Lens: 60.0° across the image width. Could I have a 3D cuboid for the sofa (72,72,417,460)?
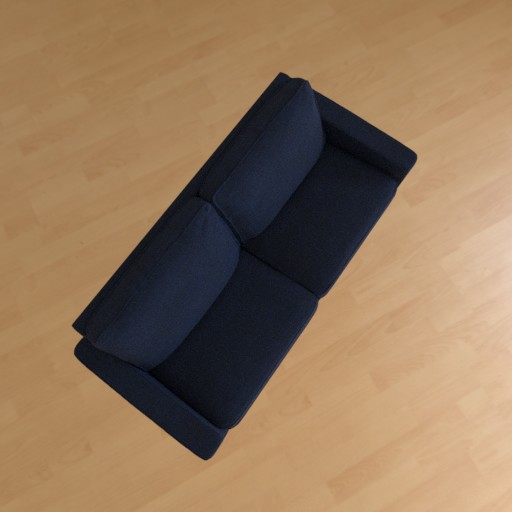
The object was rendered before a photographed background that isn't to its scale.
[{"bbox_3d":[0.000,0.000,2.592,0.940,0.919,2.080,35,78,9],"label":"sofa"}]
